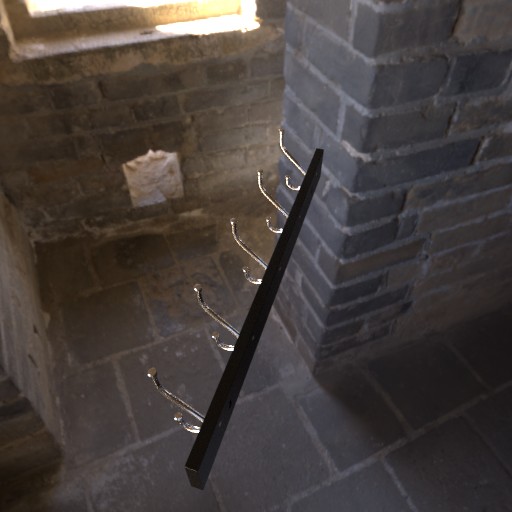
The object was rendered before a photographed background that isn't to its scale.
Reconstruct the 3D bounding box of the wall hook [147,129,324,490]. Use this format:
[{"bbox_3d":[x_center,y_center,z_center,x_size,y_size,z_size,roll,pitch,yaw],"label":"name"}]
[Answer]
[{"bbox_3d":[0.000,0.000,0.615,0.071,0.117,0.571,13,48,12],"label":"wall hook"}]
